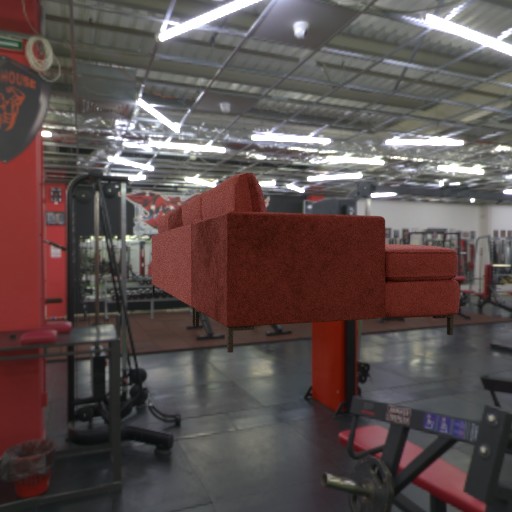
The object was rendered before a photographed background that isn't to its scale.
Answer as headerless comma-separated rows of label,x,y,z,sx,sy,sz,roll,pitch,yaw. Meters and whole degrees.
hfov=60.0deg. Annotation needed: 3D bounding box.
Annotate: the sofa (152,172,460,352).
sofa,0.000,0.000,4.078,1.500,0.967,3.400,0,1,-20
